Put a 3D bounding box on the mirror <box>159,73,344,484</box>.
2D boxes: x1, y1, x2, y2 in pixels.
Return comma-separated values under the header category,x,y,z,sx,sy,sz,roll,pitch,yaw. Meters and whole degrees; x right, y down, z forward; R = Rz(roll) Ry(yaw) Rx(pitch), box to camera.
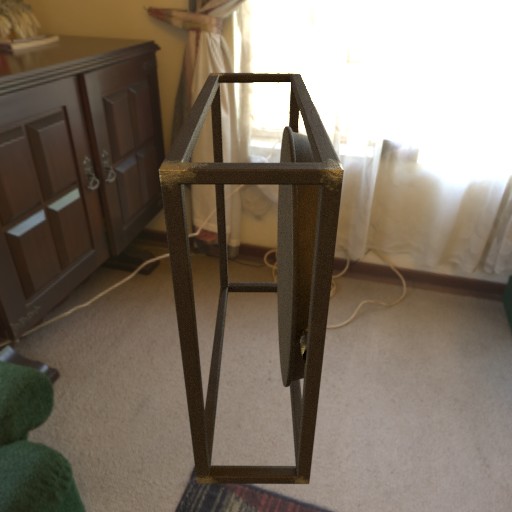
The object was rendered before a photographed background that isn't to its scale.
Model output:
category,x,y,z,sx,sy,sz,roll,pitch,yaw
mirror,0.000,0.000,0.457,0.107,0.303,0.306,0,32,0
